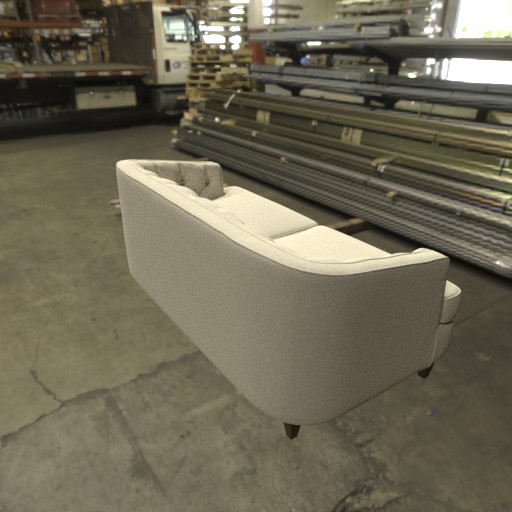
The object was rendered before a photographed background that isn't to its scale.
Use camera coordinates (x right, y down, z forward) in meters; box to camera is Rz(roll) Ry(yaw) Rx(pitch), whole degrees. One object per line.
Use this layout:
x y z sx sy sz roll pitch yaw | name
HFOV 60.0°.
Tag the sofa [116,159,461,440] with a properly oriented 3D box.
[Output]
0.000 0.000 2.247 0.941 0.855 1.733 -17 31 -31 | sofa
